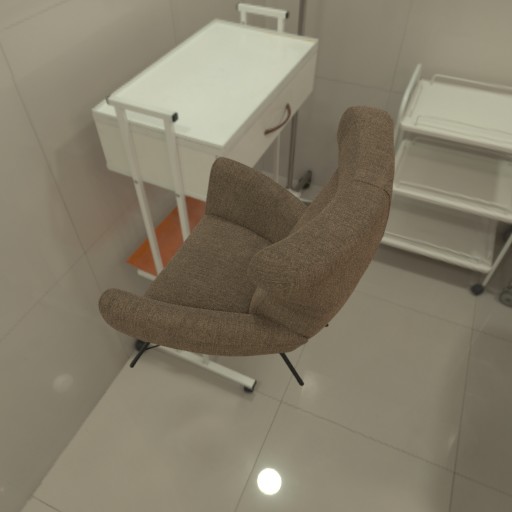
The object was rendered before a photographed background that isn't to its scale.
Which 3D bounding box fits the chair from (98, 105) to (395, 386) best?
[{"bbox_3d":[0.000,0.000,1.770,0.900,1.040,0.980,18,50,16],"label":"chair"}]
